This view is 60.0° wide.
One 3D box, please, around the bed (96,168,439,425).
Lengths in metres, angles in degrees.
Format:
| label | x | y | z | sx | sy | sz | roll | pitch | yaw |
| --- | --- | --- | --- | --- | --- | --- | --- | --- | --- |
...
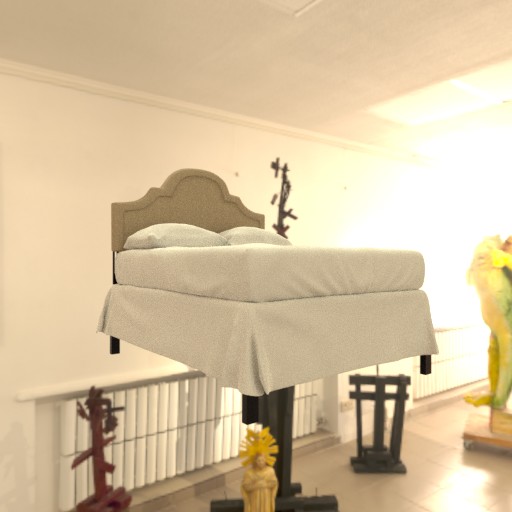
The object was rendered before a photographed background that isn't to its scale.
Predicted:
| label | x | y | z | sx | sy | sz | roll | pitch | yaw |
| --- | --- | --- | --- | --- | --- | --- | --- | --- | --- |
| bed | 0.000 | 0.000 | 3.407 | 1.780 | 1.634 | 2.222 | 0 | 0 | -37 |
